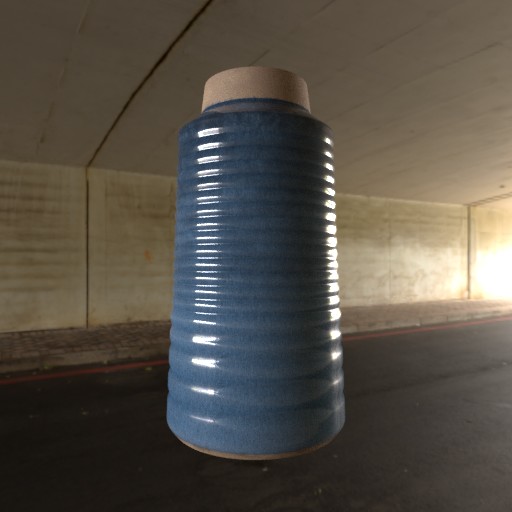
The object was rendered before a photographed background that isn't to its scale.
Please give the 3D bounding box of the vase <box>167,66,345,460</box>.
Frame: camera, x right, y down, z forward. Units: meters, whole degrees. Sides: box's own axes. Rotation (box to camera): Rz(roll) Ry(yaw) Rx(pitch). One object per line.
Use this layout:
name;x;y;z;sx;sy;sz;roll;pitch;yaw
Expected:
vase;0.000;0.000;0.415;0.163;0.316;0.163;0;-1;0
